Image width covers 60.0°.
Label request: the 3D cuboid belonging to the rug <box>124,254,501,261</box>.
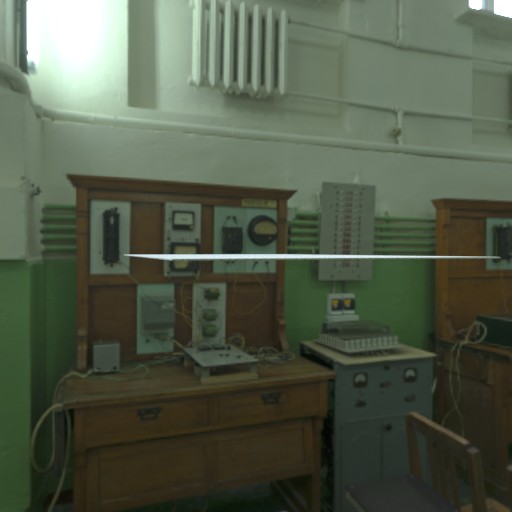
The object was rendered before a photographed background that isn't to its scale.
[{"bbox_3d":[0.000,0.000,2.934,1.524,0.008,2.440,0,1,-20],"label":"rug"}]
